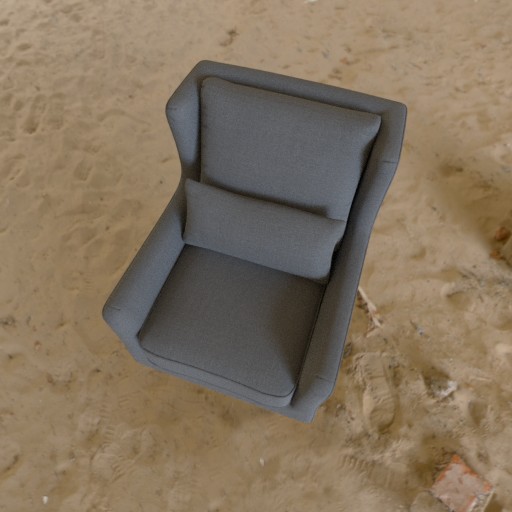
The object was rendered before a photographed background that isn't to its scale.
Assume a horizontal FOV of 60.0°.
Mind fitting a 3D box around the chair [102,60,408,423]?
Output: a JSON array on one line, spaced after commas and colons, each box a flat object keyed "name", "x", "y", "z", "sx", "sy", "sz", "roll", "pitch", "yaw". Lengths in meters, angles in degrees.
[{"name": "chair", "x": 0.000, "y": 0.000, "z": 1.837, "sx": 0.866, "sy": 1.056, "sz": 1.040, "roll": 17, "pitch": 59, "yaw": 10}]
